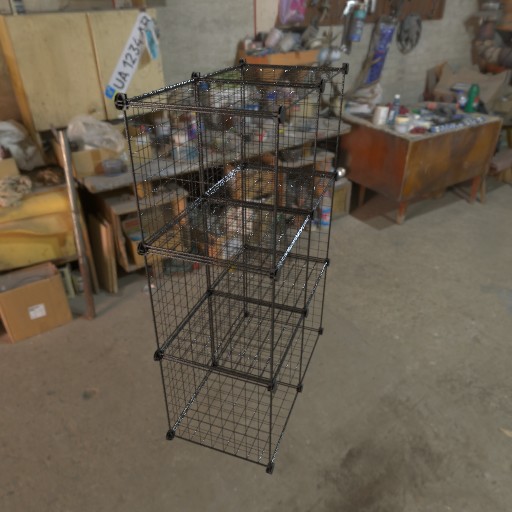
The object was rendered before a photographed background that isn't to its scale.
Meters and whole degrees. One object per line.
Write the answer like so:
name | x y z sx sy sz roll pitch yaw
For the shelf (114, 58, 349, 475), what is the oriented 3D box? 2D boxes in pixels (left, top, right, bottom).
shelf | 0.000 0.000 1.397 0.356 1.067 0.711 10 31 17
